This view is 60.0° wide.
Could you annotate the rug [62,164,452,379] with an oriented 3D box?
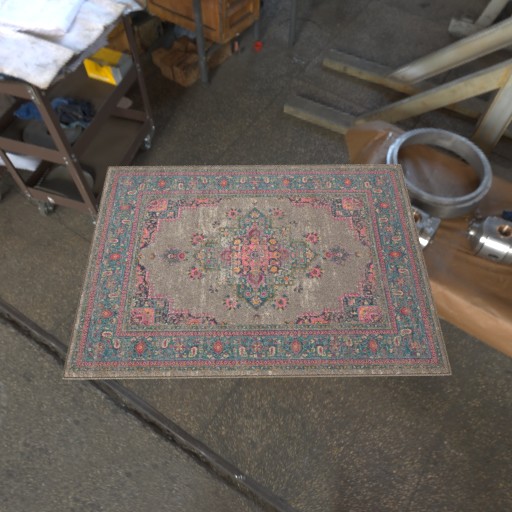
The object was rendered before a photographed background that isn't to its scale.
[{"bbox_3d":[0.000,0.000,2.929,2.214,0.013,1.609,-1,58,0],"label":"rug"}]
